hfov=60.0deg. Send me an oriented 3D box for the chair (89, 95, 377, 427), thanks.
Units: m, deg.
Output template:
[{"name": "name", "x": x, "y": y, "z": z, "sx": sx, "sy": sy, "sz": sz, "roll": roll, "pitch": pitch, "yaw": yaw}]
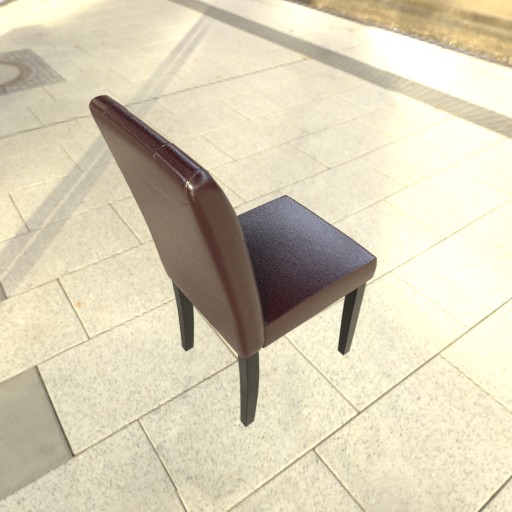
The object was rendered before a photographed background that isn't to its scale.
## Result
[{"name": "chair", "x": 0.000, "y": 0.000, "z": 1.182, "sx": 0.556, "sy": 0.897, "sz": 0.399, "roll": -28, "pitch": 49, "yaw": -27}]
